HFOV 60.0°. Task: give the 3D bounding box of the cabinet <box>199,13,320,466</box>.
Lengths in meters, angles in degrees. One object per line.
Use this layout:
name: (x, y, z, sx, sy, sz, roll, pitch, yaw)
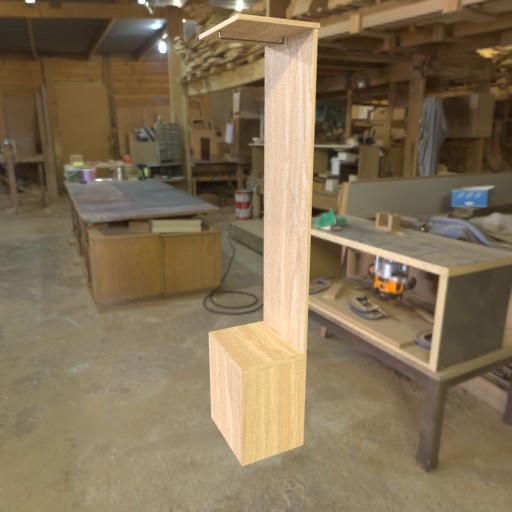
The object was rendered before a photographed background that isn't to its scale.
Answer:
cabinet: (0.000, 0.000, 2.027, 0.338, 1.879, 0.411, -8, 18, -25)
